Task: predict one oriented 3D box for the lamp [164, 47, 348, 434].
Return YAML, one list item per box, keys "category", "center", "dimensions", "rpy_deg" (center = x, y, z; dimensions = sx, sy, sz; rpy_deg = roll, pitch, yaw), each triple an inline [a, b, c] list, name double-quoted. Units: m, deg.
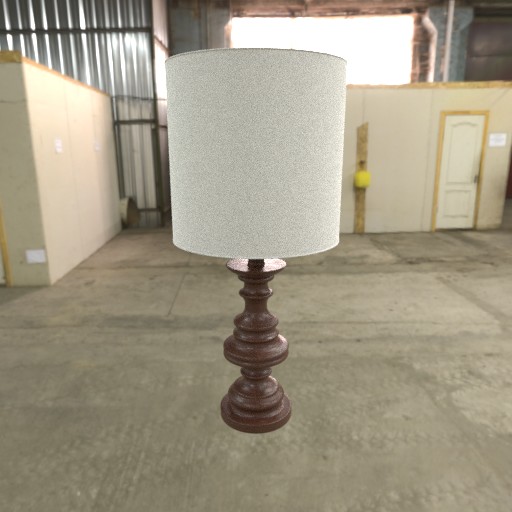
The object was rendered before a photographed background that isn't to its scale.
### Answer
- category: "lamp"
  center: [0.000, 0.000, 0.570]
  dimensions: [0.208, 0.455, 0.208]
  rpy_deg: [7, 16, 25]
